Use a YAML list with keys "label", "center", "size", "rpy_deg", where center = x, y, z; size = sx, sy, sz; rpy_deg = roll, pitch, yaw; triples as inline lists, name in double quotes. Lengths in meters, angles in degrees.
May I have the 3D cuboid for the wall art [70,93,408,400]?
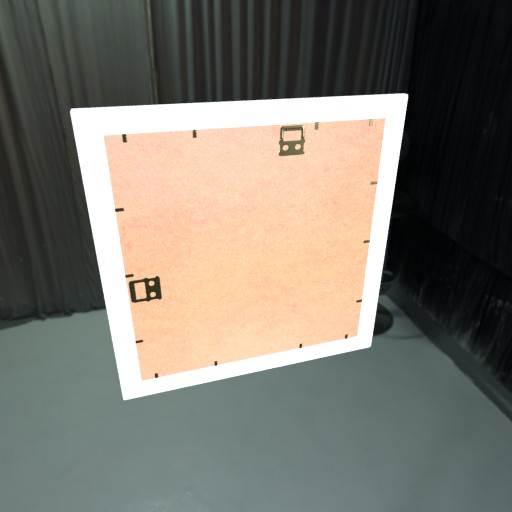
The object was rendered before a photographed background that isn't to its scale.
- label: "wall art"
  center: [0.000, 0.000, 0.876]
  size: [0.584, 0.584, 0.013]
  rpy_deg: [-8, 28, -15]
